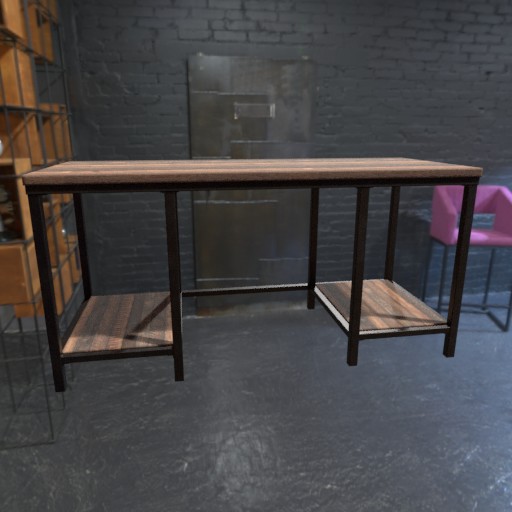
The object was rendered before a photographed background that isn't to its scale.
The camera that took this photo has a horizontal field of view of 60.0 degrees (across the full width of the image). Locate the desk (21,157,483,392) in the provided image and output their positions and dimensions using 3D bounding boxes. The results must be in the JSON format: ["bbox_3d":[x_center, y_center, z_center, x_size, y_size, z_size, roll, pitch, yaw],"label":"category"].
[{"bbox_3d":[0.000,0.000,1.855,1.538,0.753,0.617,-3,16,-9],"label":"desk"}]
